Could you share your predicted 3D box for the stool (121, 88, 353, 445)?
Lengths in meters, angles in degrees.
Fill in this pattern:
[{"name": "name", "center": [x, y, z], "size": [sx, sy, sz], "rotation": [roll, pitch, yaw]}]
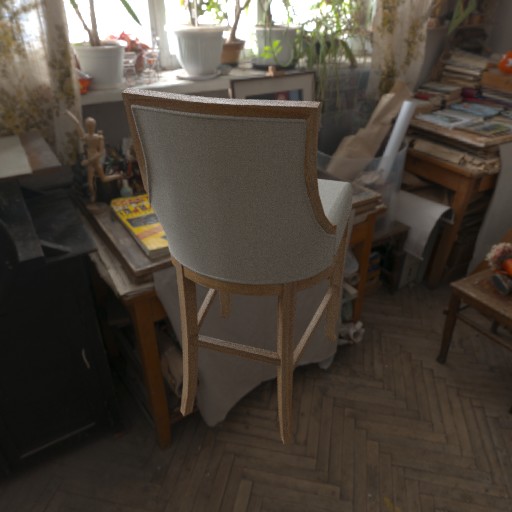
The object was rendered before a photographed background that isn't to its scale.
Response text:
[{"name": "stool", "center": [0.000, 0.000, 1.426], "size": [0.524, 1.101, 0.626], "rotation": [10, 33, 15]}]
